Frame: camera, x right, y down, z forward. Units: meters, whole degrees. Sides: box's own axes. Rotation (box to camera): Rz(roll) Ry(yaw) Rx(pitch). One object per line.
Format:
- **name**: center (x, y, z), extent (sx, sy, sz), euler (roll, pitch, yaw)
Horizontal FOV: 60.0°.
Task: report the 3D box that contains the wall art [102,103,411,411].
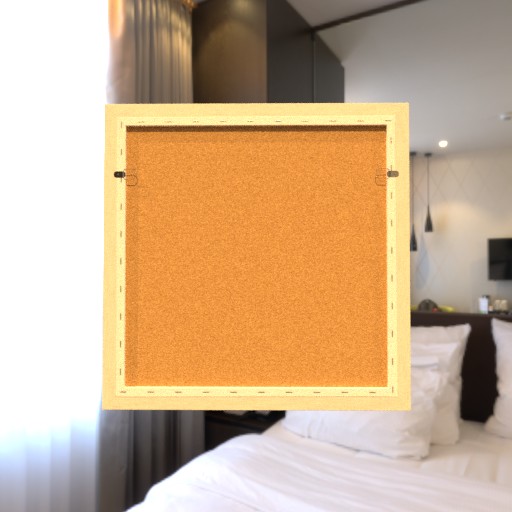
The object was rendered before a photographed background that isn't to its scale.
- **wall art**: center (0.000, 0.000, 1.488), extent (1.016, 1.016, 0.045), euler (0, -1, 1)
